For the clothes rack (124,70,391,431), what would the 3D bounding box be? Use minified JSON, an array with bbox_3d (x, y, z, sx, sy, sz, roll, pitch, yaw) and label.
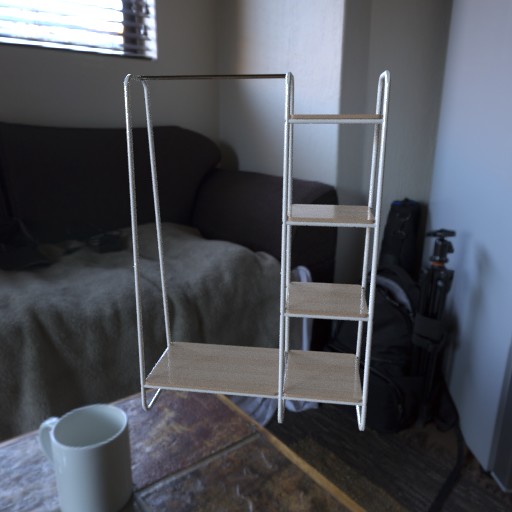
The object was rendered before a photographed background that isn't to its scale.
[{"bbox_3d":[0.000,0.000,1.964,1.011,1.500,0.400,2,17,8],"label":"clothes rack"}]
